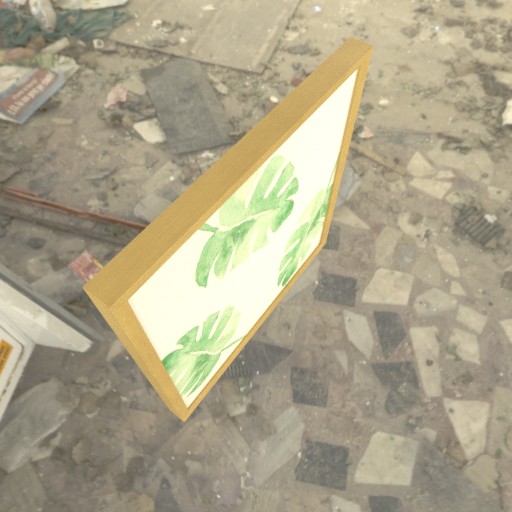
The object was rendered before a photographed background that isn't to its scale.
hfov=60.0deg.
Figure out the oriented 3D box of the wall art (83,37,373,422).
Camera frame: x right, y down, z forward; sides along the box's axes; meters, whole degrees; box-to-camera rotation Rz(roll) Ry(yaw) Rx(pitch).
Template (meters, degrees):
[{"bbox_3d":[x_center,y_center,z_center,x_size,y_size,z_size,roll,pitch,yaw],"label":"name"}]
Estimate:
[{"bbox_3d":[0.000,0.000,0.741,0.038,0.508,0.508,32,64,18],"label":"wall art"}]
